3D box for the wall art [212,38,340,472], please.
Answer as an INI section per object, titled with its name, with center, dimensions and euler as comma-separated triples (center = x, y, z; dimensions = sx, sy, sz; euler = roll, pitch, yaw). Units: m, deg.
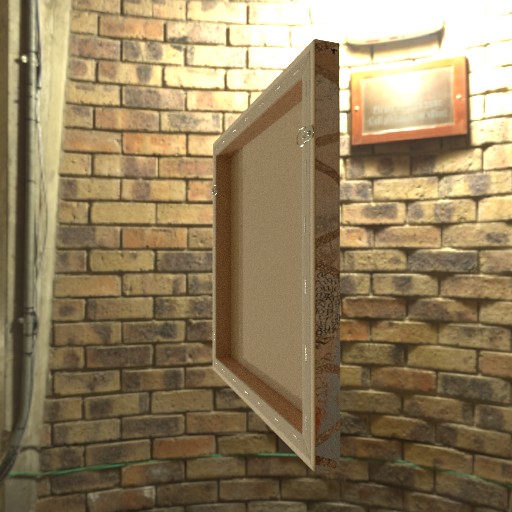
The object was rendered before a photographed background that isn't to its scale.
[wall art]
center = 0.000, 0.000, 0.759
dimensions = 0.038, 0.508, 0.507
euler = 0, 0, -19
